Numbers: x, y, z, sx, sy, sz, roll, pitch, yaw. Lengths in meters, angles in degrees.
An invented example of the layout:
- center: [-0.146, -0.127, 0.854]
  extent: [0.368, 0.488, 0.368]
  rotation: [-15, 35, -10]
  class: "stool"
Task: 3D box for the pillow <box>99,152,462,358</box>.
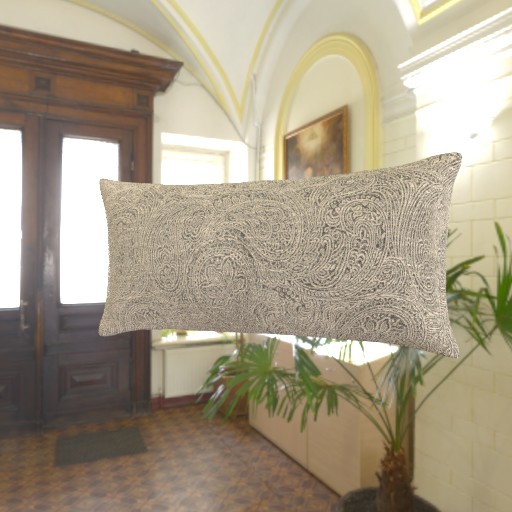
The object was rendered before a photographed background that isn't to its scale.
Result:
- center: [0.000, 0.000, 0.724]
  extent: [0.615, 0.295, 0.151]
  rotation: [0, 0, 18]
  class: "pillow"
